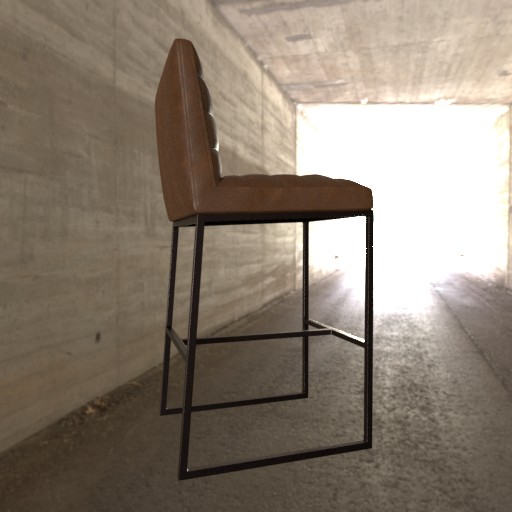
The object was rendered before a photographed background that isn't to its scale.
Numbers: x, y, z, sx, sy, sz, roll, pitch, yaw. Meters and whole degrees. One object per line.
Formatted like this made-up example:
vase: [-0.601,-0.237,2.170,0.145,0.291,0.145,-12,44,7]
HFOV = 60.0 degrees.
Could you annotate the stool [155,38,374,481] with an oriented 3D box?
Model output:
stool: [0.000,0.000,1.341,0.562,1.065,0.463,-1,2,-18]
